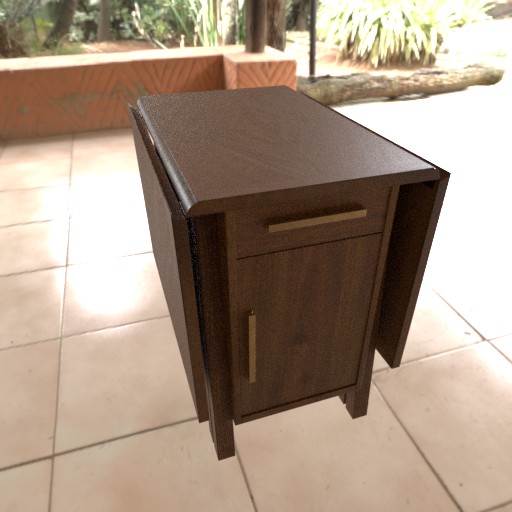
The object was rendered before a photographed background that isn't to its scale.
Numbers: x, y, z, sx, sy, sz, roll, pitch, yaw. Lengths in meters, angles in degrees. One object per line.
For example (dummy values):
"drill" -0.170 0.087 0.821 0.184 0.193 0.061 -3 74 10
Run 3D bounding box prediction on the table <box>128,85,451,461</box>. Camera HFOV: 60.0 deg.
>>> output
"table" 0.000 0.000 1.648 0.701 0.981 0.967 -10 34 -16
